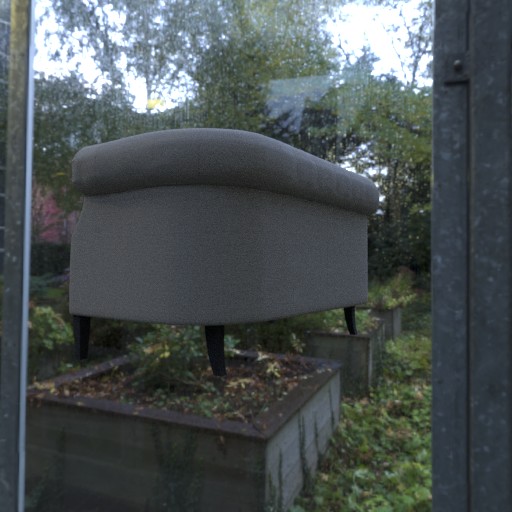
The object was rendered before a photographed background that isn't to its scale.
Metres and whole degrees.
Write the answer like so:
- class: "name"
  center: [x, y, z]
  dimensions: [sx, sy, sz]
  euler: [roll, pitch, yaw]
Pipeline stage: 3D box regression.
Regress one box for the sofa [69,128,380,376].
- class: "sofa"
  center: [0.000, 0.000, 2.087]
  dimensions: [0.835, 0.827, 1.558]
  euler: [-1, -2, 36]
